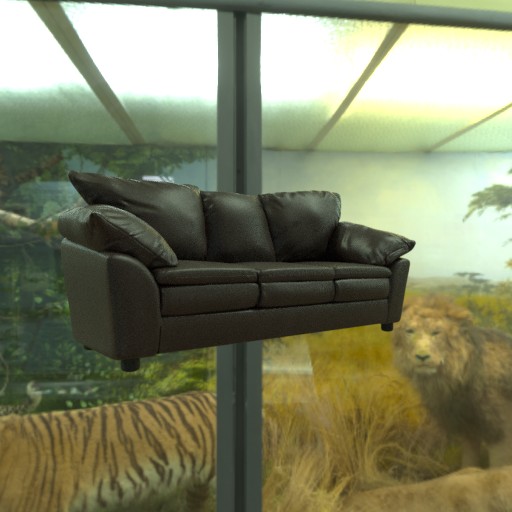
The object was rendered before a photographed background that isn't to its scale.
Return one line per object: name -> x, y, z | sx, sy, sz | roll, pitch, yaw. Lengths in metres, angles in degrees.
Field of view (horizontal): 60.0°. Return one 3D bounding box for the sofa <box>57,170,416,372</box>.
sofa -> 0.000, 0.000, 2.930 | 2.390, 1.091, 0.907 | 0, -1, -37
